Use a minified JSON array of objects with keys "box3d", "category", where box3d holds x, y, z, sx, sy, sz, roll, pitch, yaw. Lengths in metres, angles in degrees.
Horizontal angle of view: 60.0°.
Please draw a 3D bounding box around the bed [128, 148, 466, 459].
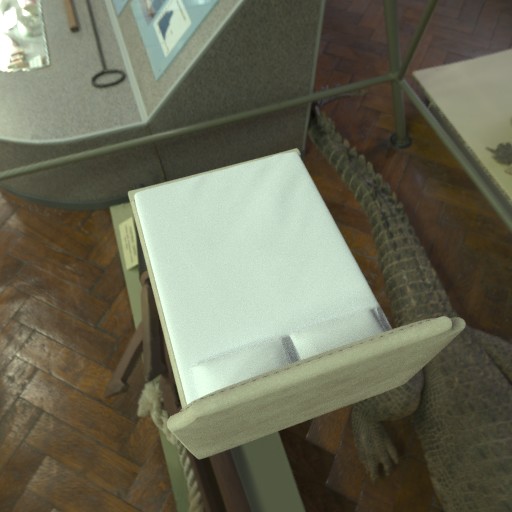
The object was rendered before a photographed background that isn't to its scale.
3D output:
[{"box3d":[0.000,0.000,3.402,1.712,1.443,2.372,-16,60,-10],"category":"bed"}]
